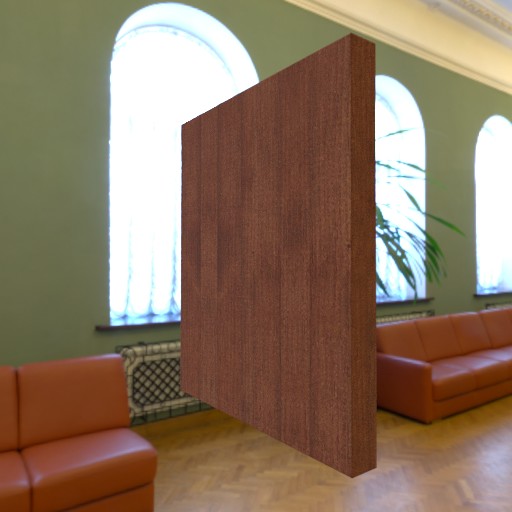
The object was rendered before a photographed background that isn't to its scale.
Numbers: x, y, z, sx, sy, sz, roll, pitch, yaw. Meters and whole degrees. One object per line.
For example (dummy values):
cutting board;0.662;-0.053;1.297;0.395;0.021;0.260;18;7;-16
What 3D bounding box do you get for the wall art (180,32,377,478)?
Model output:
wall art;0.000;0.000;0.610;0.039;0.449;0.377;0;-1;-36
